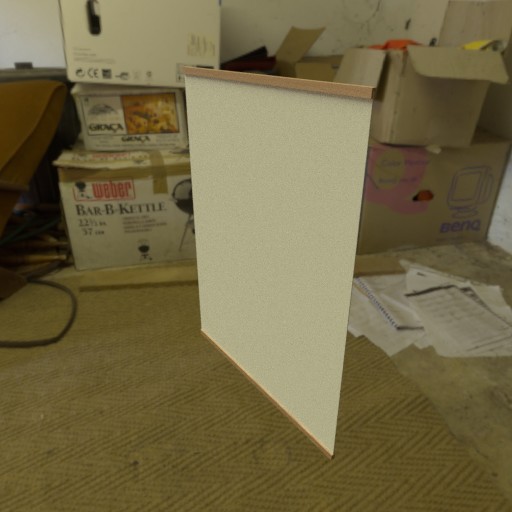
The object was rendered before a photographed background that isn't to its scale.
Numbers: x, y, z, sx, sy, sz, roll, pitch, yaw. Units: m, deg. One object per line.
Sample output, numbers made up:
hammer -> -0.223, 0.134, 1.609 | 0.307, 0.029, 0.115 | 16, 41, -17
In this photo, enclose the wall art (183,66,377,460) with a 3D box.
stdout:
wall art -> 0.000, 0.000, 1.337 | 0.013, 1.016, 0.758 | -18, 32, -32
